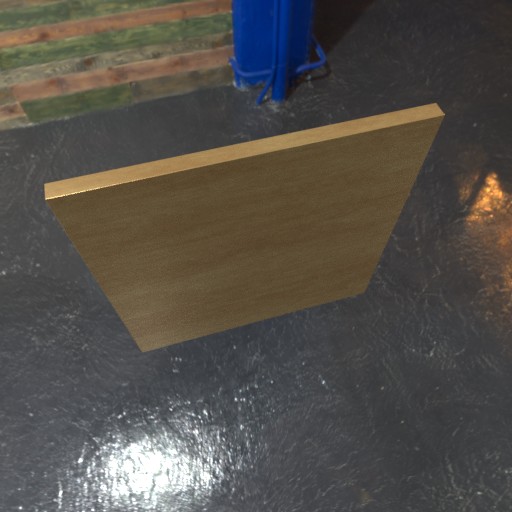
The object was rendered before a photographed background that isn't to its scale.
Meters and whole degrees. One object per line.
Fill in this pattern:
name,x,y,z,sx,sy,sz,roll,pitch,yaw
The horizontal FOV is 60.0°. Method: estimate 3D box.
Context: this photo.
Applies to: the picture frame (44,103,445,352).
picture frame,0.000,0.000,1.142,0.758,0.761,0.037,-14,59,-8
